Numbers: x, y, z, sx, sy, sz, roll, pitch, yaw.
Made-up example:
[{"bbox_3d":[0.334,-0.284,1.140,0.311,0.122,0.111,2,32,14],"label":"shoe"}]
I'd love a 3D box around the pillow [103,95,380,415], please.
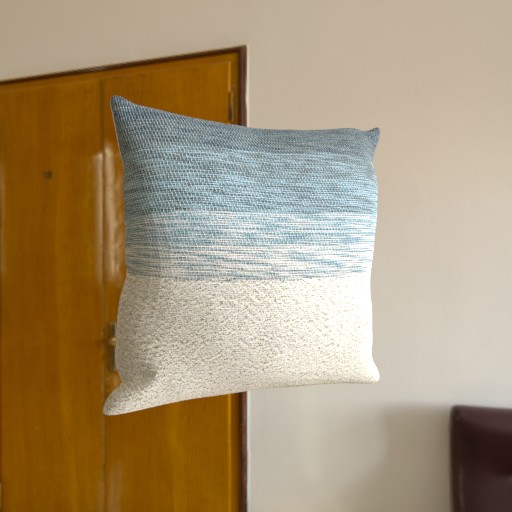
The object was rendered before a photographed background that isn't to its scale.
[{"bbox_3d":[0.000,0.000,0.671,0.440,0.441,0.182,0,0,-18],"label":"pillow"}]
